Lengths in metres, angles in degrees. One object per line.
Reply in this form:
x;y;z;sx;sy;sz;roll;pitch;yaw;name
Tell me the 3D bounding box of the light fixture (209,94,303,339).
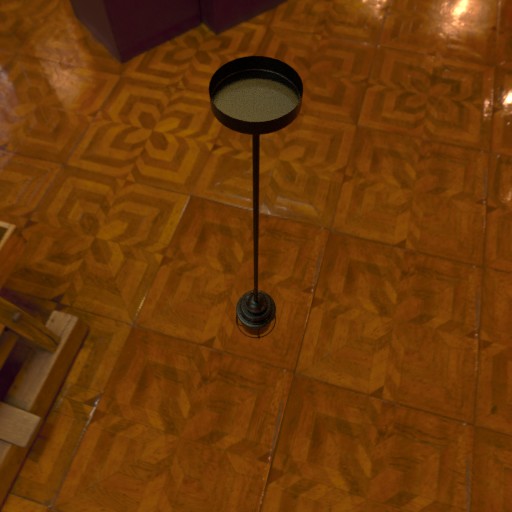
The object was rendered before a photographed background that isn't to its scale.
0.000;0.000;0.981;0.123;0.920;0.123;17;63;9;light fixture
